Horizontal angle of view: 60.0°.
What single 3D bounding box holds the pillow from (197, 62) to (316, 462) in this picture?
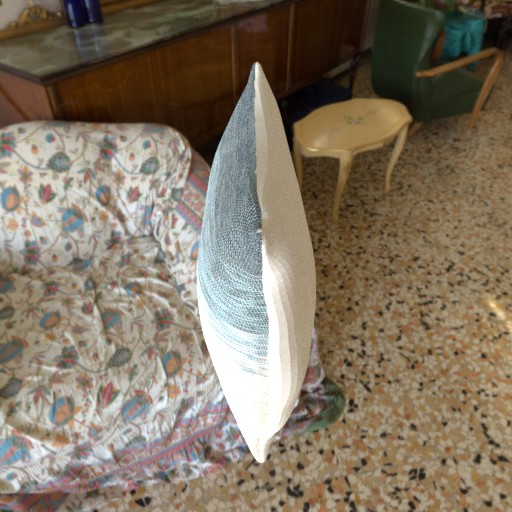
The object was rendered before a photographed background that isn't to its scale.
[{"bbox_3d":[0.000,0.000,0.675,0.182,0.441,0.440,0,41,0],"label":"pillow"}]
